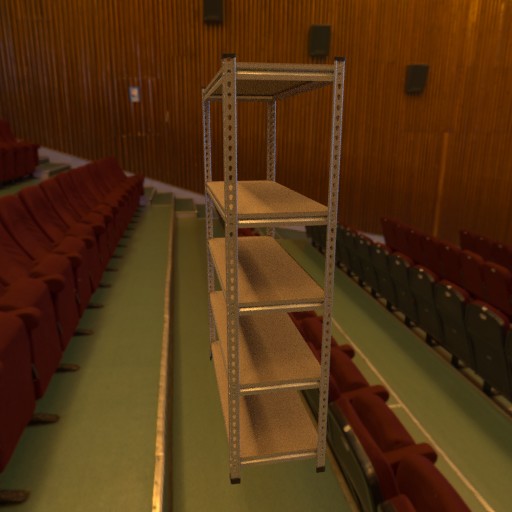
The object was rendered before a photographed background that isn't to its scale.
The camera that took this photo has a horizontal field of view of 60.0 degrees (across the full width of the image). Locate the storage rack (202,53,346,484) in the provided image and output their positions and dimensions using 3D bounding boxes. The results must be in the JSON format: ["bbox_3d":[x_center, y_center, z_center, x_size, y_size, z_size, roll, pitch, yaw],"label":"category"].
[{"bbox_3d":[0.000,0.000,2.410,0.457,1.829,1.219,-3,16,-10],"label":"storage rack"}]
